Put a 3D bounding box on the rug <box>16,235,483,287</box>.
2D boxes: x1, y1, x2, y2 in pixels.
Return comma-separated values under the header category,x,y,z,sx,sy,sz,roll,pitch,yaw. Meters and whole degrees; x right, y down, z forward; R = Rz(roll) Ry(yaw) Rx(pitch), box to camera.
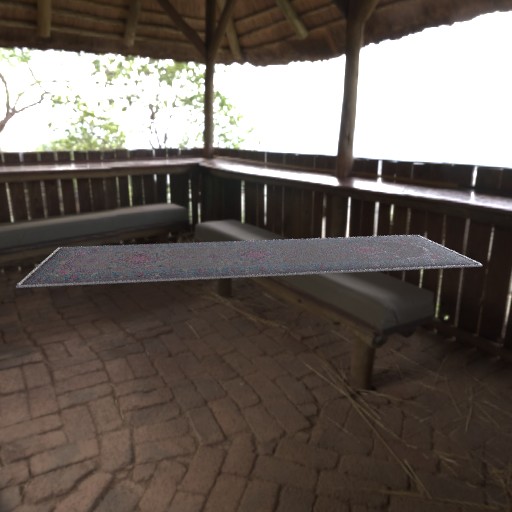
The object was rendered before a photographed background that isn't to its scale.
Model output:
category,x,y,z,sx,sy,sz,roll,pitch,yaw
rug,0.000,0.000,1.976,1.827,0.012,0.553,-2,16,-8
